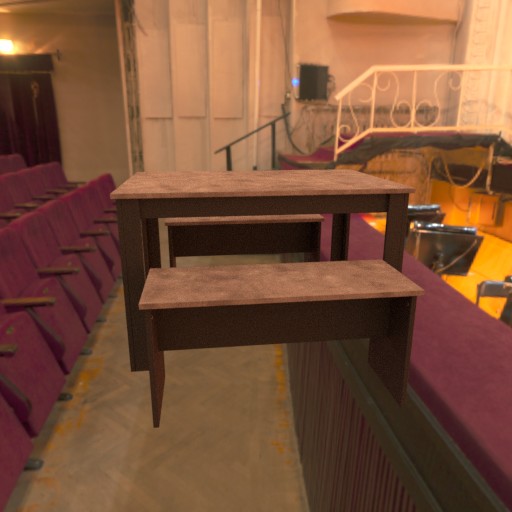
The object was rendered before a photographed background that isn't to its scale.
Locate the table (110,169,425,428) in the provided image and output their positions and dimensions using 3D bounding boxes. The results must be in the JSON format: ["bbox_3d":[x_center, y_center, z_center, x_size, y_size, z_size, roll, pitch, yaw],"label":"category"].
[{"bbox_3d":[0.000,0.000,2.027,1.100,0.700,1.443,-2,17,-7],"label":"table"}]
